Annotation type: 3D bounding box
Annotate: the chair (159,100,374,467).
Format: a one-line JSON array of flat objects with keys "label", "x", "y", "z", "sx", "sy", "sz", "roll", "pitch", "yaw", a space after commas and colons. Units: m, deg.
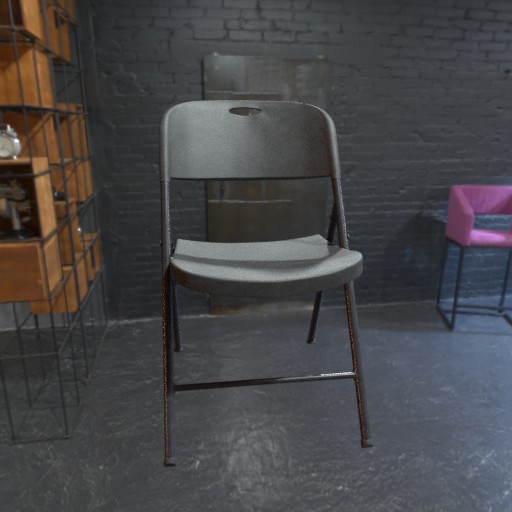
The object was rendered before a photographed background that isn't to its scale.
[{"label": "chair", "x": 0.000, "y": 0.000, "z": 1.176, "sx": 0.494, "sy": 0.810, "sz": 0.566, "roll": -2, "pitch": 16, "yaw": -7}]
